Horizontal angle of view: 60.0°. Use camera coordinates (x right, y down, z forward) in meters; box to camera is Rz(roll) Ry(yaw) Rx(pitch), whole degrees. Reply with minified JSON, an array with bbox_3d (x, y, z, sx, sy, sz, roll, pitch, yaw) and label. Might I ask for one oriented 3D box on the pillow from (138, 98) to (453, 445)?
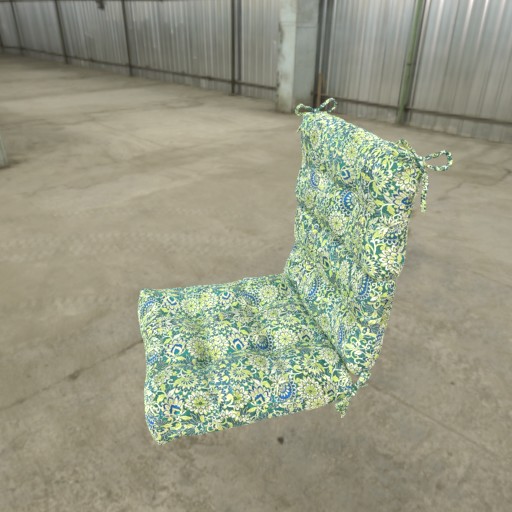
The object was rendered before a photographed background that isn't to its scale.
[{"bbox_3d":[0.000,0.000,1.017,0.571,0.605,0.519,-8,29,-14],"label":"pillow"}]
